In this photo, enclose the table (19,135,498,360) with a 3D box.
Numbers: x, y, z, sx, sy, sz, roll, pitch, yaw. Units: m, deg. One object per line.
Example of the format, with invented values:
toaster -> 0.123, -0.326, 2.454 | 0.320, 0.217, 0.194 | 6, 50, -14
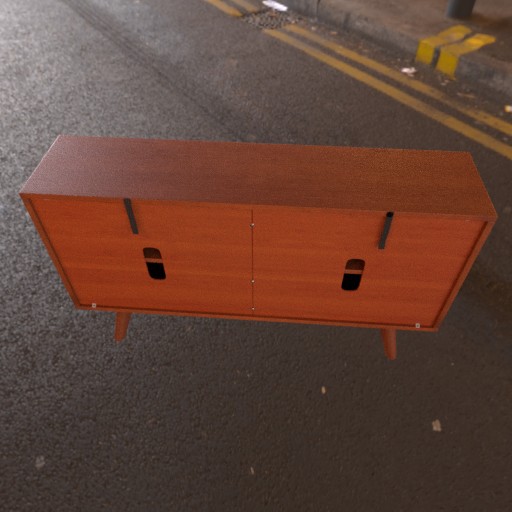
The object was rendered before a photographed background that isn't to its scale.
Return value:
table -> 0.000, 0.000, 1.477 | 1.220, 0.698, 0.308 | 3, 47, 3
